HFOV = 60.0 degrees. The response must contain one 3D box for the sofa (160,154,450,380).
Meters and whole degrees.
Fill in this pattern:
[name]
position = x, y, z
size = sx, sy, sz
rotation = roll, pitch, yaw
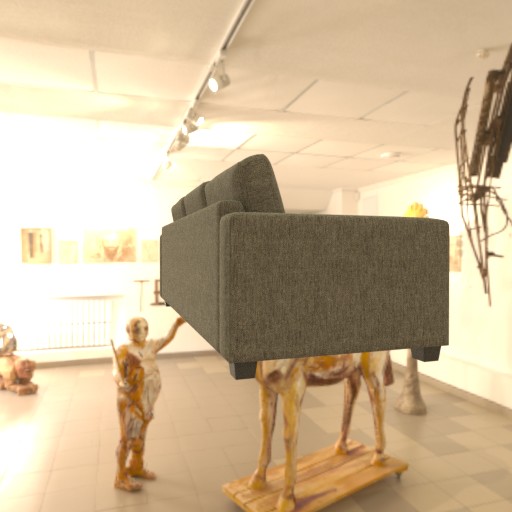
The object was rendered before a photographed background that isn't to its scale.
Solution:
[sofa]
position = 0.000, 0.000, 2.594
size = 0.900, 0.800, 2.160
rotation = 0, 1, -18
